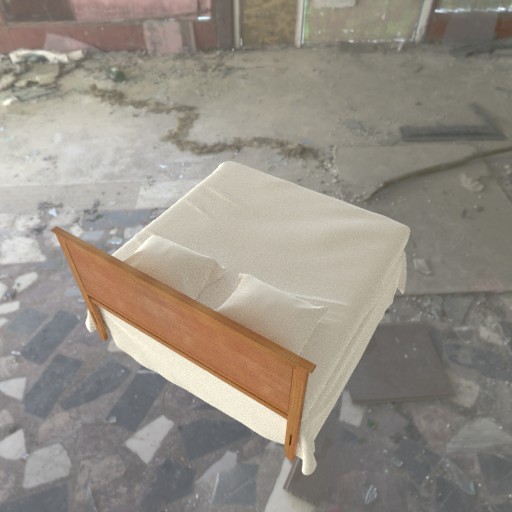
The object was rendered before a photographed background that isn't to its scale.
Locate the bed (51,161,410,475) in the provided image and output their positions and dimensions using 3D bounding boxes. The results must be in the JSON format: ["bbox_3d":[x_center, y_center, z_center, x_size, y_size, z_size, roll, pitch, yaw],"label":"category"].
[{"bbox_3d":[0.000,0.000,3.731,2.317,1.270,2.215,25,50,22],"label":"bed"}]
